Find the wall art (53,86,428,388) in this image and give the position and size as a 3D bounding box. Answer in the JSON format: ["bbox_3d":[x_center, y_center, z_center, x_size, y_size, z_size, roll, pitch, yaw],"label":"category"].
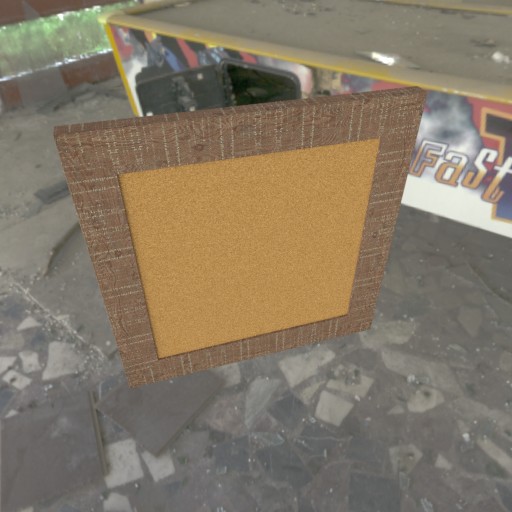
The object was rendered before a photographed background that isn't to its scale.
[{"bbox_3d":[0.000,0.000,0.783,0.531,0.531,0.029,-11,40,-13],"label":"wall art"}]
